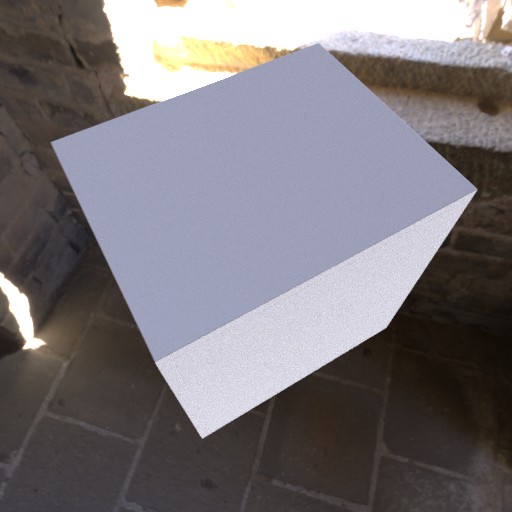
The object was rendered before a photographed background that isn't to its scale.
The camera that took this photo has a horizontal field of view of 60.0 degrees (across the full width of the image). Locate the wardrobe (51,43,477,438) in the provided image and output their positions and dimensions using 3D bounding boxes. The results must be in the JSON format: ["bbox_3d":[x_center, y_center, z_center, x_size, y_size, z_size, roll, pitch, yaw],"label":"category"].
[{"bbox_3d":[0.000,0.000,0.879,0.500,0.520,0.400,-27,62,-15],"label":"wardrobe"}]
